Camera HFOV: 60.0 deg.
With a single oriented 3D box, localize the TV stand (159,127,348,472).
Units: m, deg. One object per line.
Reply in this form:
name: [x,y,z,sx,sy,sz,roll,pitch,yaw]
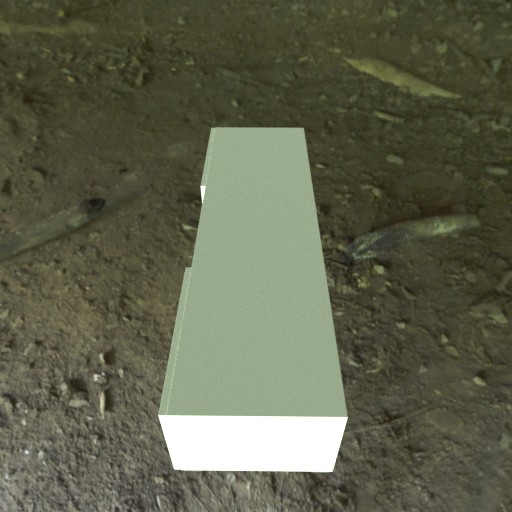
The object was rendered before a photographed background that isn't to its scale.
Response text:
TV stand: [0.000,0.000,1.604,0.420,0.310,1.400,0,42,0]
